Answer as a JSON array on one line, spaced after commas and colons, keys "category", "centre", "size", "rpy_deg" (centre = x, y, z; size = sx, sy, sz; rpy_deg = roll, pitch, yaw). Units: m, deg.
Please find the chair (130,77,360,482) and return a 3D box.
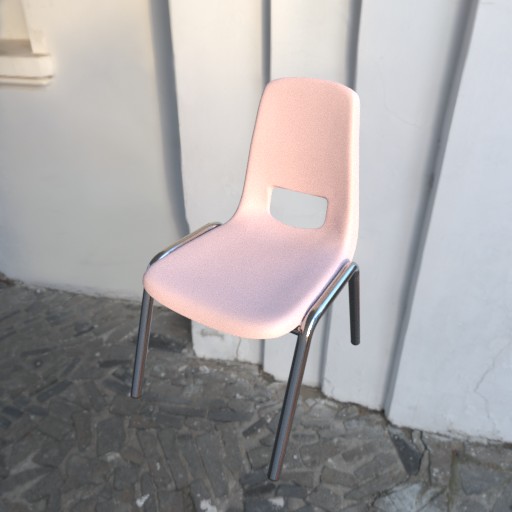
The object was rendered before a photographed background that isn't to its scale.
[{"category": "chair", "centre": [0.000, 0.000, 0.840], "size": [0.354, 0.586, 0.423], "rpy_deg": [18, 35, 28]}]
